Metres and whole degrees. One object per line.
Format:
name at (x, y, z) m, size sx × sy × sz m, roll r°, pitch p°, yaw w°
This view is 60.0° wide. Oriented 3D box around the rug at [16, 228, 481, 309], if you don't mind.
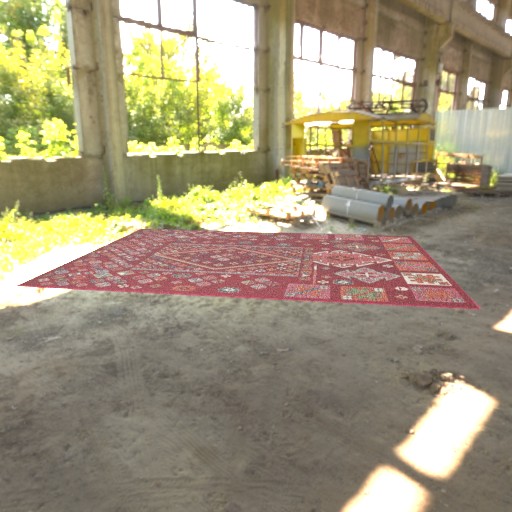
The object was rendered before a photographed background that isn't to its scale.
rug at (0.000, 0.000, 4.249) m, size 3.306 × 0.011 × 2.389 m, roll 2°, pitch 14°, yaw 8°
